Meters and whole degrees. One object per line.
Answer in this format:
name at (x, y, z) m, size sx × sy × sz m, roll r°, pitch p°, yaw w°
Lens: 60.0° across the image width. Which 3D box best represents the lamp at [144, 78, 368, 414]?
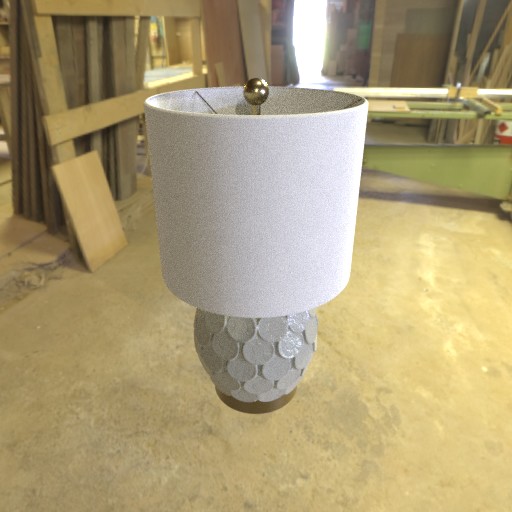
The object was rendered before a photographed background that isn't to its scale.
lamp at (0.000, 0.000, 0.604) m, size 0.254 × 0.452 × 0.254 m, roll 0°, pitch 27°, yaw 0°
